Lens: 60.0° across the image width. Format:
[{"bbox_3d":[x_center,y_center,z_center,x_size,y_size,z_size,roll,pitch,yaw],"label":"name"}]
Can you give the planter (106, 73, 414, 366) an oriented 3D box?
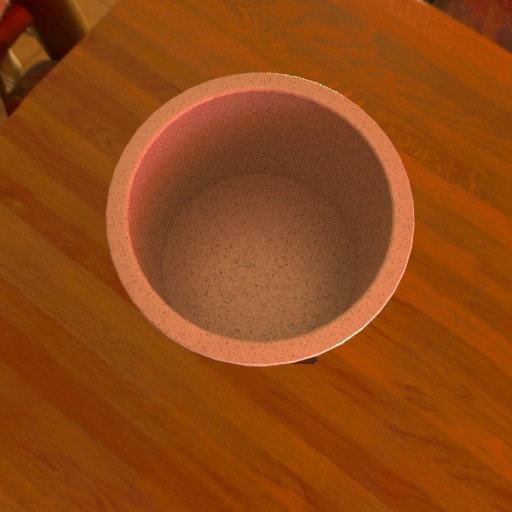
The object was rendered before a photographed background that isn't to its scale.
[{"bbox_3d":[0.000,0.000,0.743,0.368,0.484,0.359,6,76,2],"label":"planter"}]
